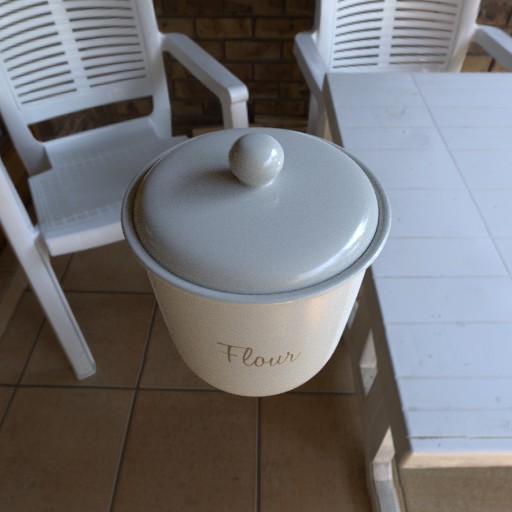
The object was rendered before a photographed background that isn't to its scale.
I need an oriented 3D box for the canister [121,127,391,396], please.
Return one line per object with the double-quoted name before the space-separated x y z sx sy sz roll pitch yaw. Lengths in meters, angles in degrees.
"canister" 0.000 0.000 0.346 0.182 0.208 0.182 0 47 0
